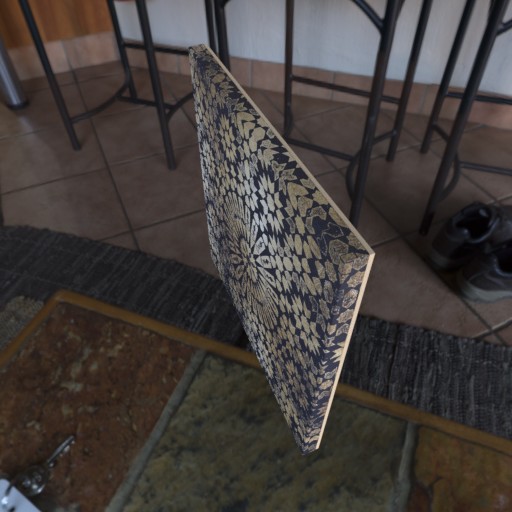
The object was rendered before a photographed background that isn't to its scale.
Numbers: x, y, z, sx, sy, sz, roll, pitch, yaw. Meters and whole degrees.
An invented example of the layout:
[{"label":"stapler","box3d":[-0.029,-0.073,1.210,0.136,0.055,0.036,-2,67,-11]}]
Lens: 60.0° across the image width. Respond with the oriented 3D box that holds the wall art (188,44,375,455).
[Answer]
[{"label":"wall art","box3d":[0.000,0.000,0.905,0.038,0.612,0.612,-17,50,-15]}]
